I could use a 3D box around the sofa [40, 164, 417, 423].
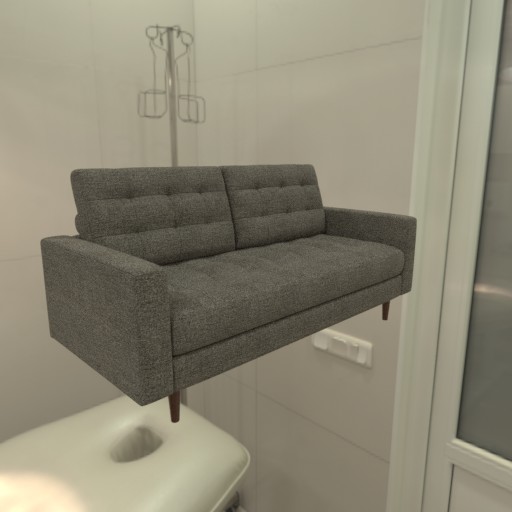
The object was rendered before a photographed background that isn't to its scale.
[{"bbox_3d":[0.000,0.000,2.280,1.821,0.902,0.863,-12,18,-43],"label":"sofa"}]
